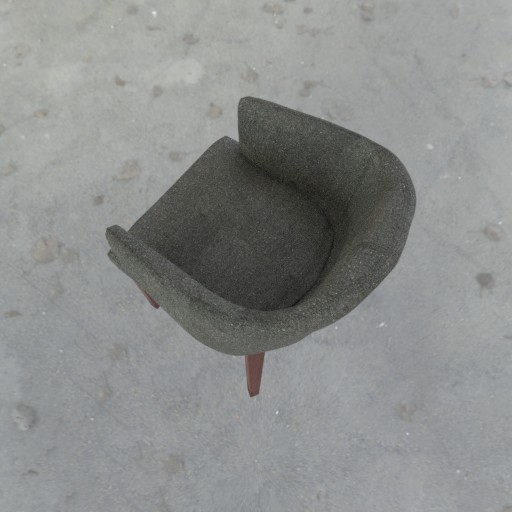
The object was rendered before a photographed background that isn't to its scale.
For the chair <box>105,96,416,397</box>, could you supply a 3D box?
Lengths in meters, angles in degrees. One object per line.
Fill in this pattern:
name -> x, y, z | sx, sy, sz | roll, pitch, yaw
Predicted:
chair -> 0.000, 0.000, 1.259 | 0.655, 0.811, 0.583 | 35, 70, 15
